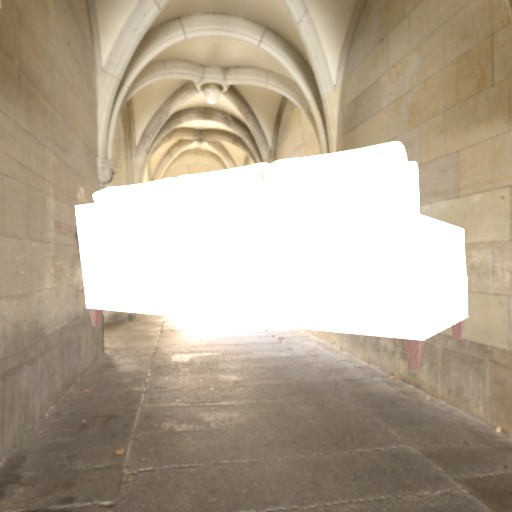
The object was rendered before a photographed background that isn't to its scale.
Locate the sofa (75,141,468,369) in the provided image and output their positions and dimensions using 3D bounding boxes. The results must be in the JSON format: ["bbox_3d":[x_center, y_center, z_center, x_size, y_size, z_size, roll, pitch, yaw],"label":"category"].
[{"bbox_3d":[0.000,0.000,2.717,2.210,0.940,1.041,-1,-1,35],"label":"sofa"}]
